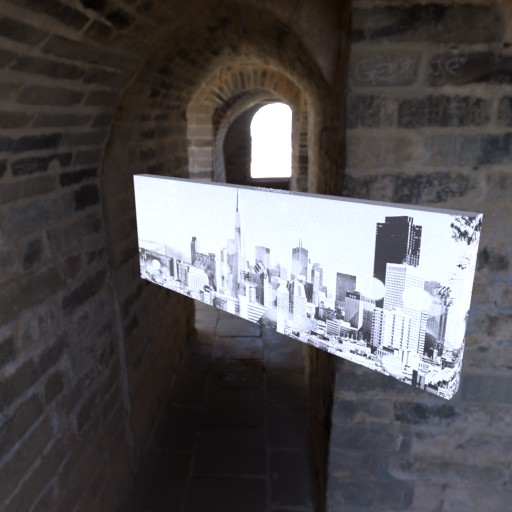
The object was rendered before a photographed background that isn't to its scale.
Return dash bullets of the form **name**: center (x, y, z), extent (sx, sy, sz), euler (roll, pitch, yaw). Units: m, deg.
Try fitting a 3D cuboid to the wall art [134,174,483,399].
- **wall art**: center (0.000, 0.000, 0.842), extent (0.766, 0.256, 0.036), euler (15, 21, 41)
